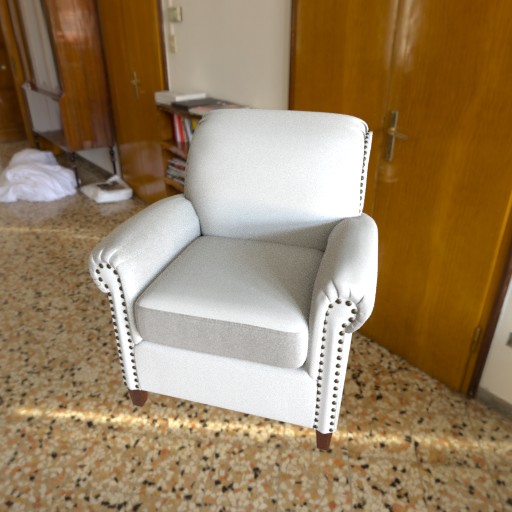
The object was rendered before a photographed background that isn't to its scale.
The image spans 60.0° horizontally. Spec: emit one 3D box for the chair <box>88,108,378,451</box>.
[{"bbox_3d":[0.000,0.000,1.615,0.854,0.927,0.890,8,28,14],"label":"chair"}]
